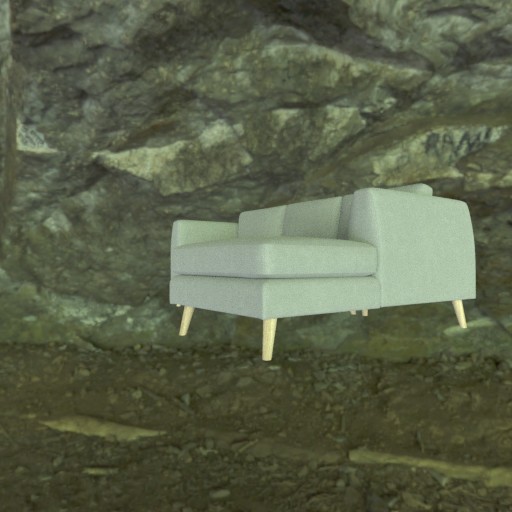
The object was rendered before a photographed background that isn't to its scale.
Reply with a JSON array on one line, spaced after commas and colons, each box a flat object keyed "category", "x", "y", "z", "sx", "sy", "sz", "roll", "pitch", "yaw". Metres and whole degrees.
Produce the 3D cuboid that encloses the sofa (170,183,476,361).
[{"category": "sofa", "x": 0.000, "y": 0.000, "z": 3.067, "sx": 1.580, "sy": 0.860, "sz": 2.300, "roll": 1, "pitch": -1, "yaw": -36}]
